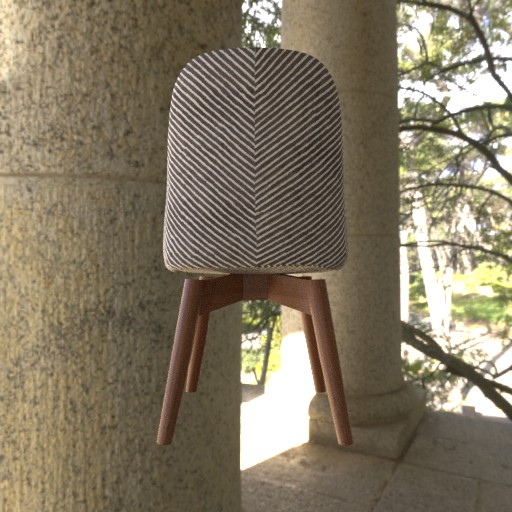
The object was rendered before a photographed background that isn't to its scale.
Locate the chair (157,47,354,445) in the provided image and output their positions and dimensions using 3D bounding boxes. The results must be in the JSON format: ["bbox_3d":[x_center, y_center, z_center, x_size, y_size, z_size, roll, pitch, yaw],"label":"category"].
[{"bbox_3d":[0.000,0.000,1.228,0.504,0.883,0.591,0,-1,0],"label":"chair"}]
